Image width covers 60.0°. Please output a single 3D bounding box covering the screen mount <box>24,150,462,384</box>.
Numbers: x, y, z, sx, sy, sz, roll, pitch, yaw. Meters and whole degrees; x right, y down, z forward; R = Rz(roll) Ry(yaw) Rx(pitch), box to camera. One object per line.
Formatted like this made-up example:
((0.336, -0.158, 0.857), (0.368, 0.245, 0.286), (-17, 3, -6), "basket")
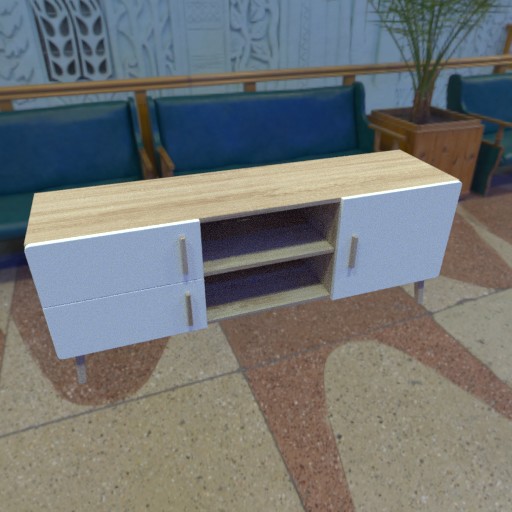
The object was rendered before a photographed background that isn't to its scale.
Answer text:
((0.000, 0.000, 1.742), (1.500, 0.570, 0.420), (-10, 33, -16), "screen mount")
